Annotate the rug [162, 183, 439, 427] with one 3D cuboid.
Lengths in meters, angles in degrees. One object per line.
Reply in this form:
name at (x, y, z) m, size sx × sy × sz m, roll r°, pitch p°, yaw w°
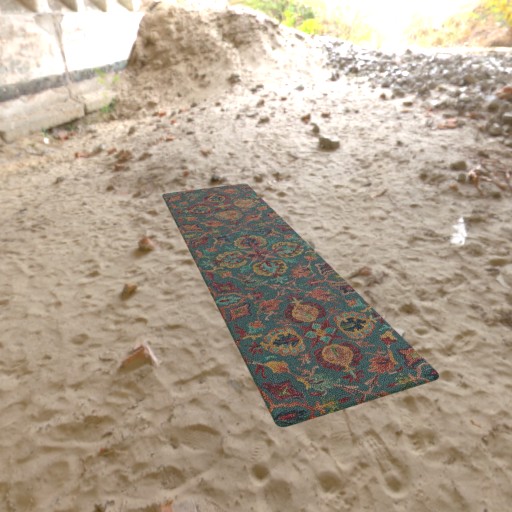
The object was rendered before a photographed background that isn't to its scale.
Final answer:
rug at (0.000, 0.000, 2.534) m, size 0.686 × 0.013 × 2.286 m, roll -10°, pitch 31°, yaw -18°
